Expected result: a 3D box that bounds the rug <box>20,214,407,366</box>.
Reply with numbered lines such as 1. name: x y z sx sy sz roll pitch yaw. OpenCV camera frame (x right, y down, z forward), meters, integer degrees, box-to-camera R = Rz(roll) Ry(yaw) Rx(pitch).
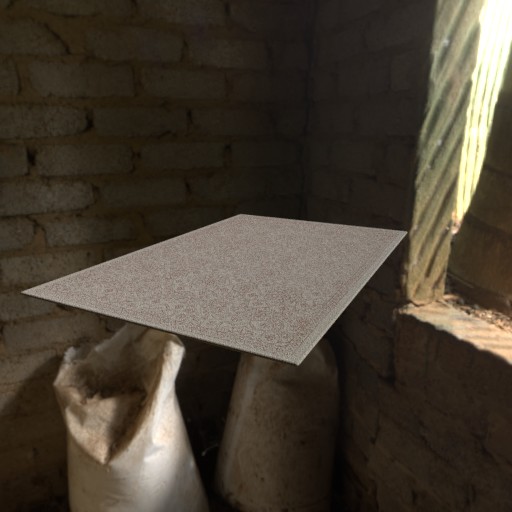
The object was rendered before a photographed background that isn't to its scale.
1. rug: 0.000 0.000 2.307 1.219 0.010 1.829 9 19 26
